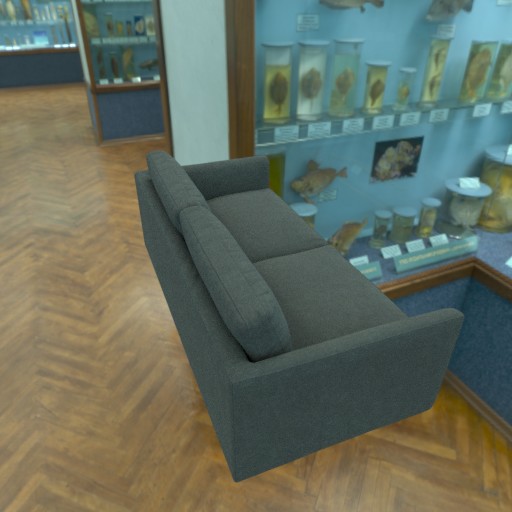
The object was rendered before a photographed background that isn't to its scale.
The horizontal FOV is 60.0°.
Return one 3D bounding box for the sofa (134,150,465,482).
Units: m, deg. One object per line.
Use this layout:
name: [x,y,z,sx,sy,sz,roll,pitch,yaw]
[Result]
sofa: [0.000,0.000,2.745,1.092,0.838,2.257,-12,34,-18]
